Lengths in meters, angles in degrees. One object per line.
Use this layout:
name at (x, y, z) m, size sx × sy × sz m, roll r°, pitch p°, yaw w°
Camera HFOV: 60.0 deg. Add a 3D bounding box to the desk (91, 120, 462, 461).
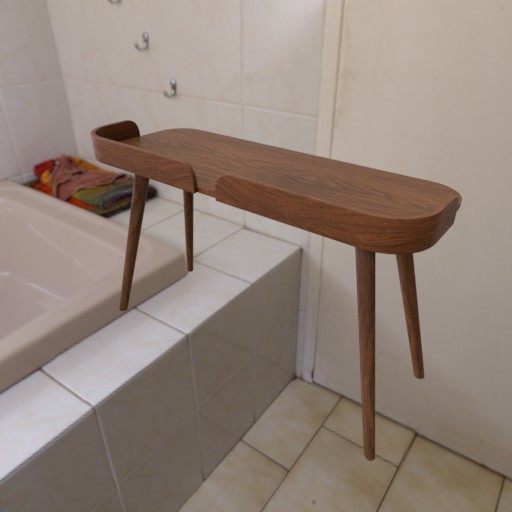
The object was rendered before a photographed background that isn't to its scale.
desk at (0.000, 0.000, 1.618) m, size 1.256 × 0.800 × 0.486 m, roll 22°, pitch 37°, yaw 32°
